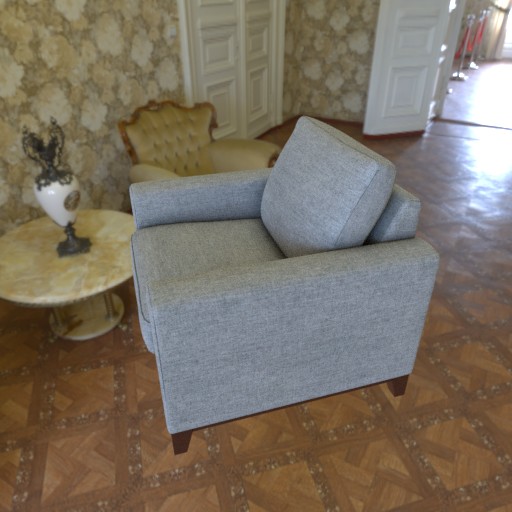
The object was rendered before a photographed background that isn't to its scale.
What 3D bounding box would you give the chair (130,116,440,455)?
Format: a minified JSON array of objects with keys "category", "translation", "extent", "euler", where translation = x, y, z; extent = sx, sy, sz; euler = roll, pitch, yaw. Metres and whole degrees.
[{"category":"chair","translation":[0.000,0.000,1.916],"extent":[1.038,1.010,1.024],"euler":[-9,32,-15]}]
